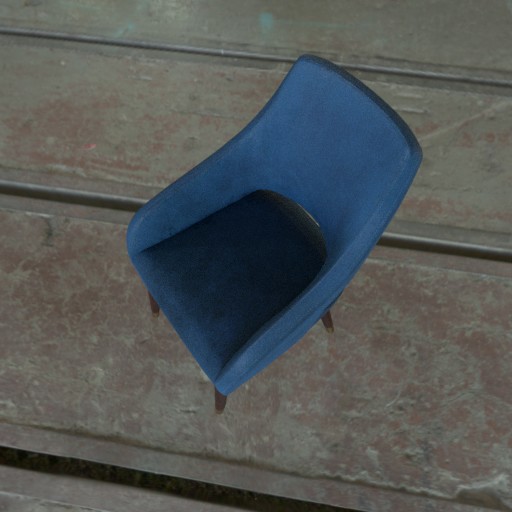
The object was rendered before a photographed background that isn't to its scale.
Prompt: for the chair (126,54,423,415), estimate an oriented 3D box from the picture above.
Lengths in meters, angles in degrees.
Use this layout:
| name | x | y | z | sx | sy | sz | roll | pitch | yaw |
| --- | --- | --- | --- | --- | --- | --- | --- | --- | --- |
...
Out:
| name | x | y | z | sx | sy | sz | roll | pitch | yaw |
| --- | --- | --- | --- | --- | --- | --- | --- | --- | --- |
| chair | 0.000 | 0.000 | 1.576 | 0.794 | 1.081 | 0.683 | -33 | 66 | -16 |
